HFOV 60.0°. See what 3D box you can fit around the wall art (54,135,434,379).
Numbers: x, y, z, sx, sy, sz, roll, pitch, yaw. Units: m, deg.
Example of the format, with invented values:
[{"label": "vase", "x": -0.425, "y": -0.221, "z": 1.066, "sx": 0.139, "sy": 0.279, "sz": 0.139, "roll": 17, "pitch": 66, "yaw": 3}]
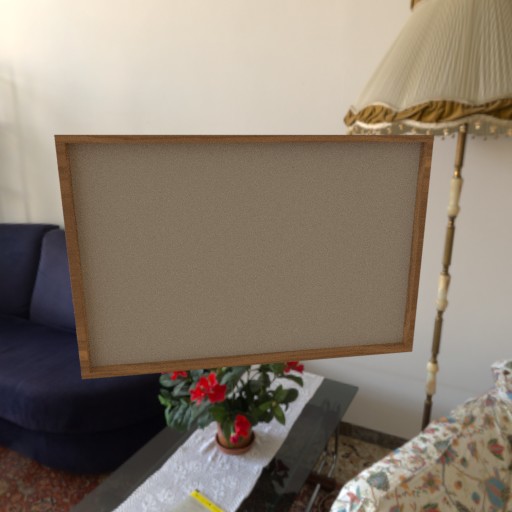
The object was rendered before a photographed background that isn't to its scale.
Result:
[{"label": "wall art", "x": 0.000, "y": 0.000, "z": 1.147, "sx": 0.911, "sy": 0.605, "sz": 0.037, "roll": -3, "pitch": 15, "yaw": -9}]
